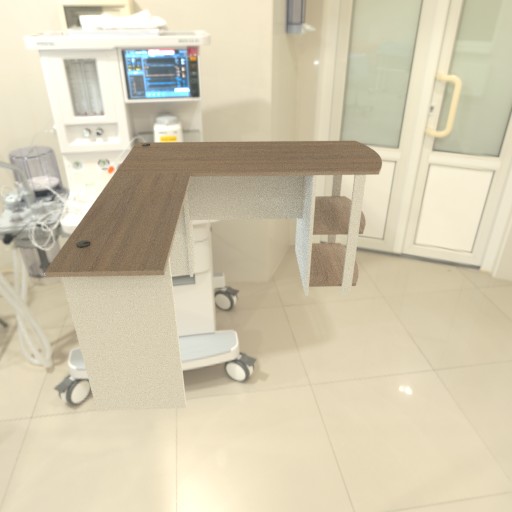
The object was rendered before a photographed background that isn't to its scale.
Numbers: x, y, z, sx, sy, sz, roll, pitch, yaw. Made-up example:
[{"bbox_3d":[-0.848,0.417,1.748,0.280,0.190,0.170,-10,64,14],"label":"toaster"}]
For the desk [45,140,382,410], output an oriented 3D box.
[{"bbox_3d":[0.000,0.000,2.103,1.303,0.716,1.361,-1,30,-2],"label":"desk"}]
